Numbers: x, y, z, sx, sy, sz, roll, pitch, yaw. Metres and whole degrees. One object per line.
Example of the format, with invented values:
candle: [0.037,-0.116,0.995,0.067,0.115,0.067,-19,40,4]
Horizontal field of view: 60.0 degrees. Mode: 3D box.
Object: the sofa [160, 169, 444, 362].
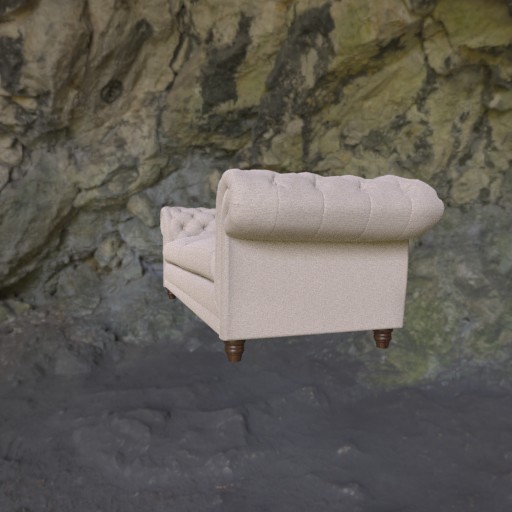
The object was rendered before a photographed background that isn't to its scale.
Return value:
sofa: [0.000,0.000,3.093,1.076,0.847,2.694,-1,2,-18]
